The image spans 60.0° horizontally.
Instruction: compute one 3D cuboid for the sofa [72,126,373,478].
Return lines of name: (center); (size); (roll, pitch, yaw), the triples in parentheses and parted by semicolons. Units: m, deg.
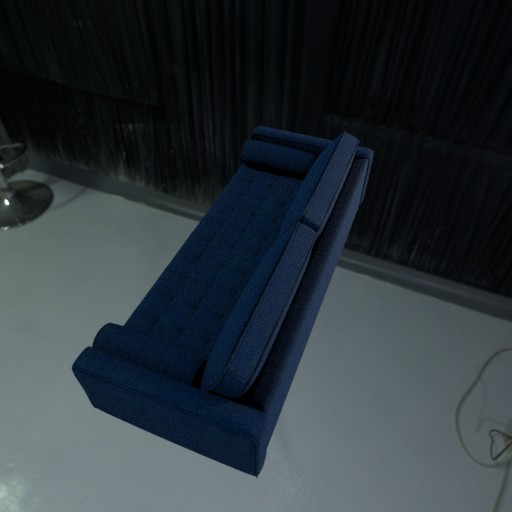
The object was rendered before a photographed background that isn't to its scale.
sofa: (0.000, 0.000, 2.660); (0.914, 0.762, 2.210); (16, 48, 15)
